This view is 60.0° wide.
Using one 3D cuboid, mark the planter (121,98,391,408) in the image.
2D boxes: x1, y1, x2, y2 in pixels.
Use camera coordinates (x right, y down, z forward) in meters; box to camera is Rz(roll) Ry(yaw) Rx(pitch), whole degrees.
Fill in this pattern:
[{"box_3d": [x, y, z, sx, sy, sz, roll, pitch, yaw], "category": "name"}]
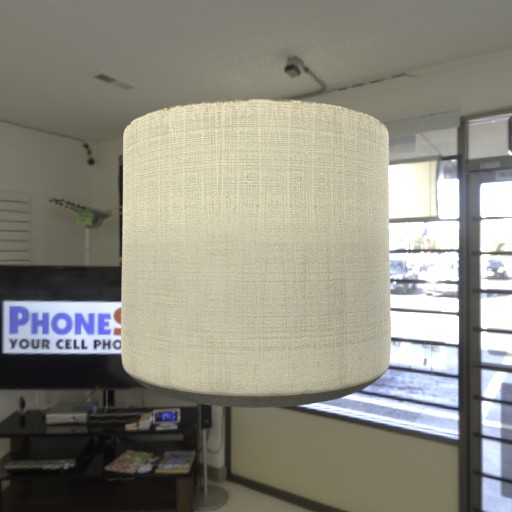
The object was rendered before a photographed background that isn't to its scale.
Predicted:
[{"box_3d": [0.000, 0.000, 0.387, 0.226, 0.201, 0.226, 0, 0, 0], "category": "planter"}]
